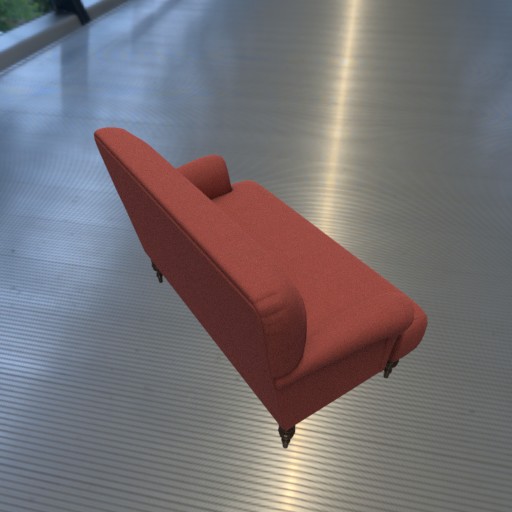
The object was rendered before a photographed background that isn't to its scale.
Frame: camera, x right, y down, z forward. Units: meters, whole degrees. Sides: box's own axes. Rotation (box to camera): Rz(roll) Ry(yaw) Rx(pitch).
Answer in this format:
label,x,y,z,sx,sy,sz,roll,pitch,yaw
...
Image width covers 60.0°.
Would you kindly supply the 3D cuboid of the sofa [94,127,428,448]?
label,x,y,z,sx,sy,sz,roll,pitch,yaw
sofa,0.000,0.000,1.816,0.779,0.889,1.297,-24,46,-26
